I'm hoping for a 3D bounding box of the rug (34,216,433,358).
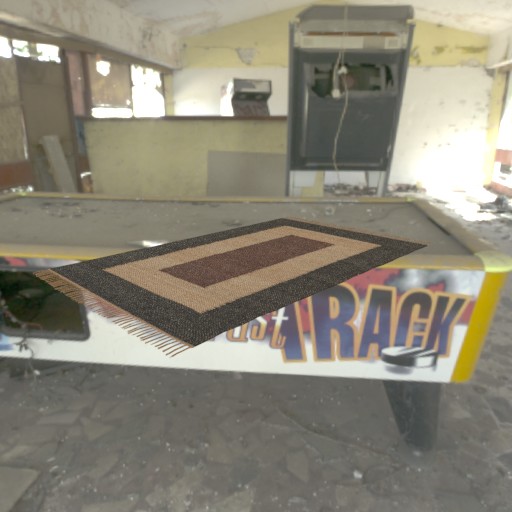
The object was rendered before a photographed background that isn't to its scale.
[{"bbox_3d":[0.000,0.000,1.911,0.920,0.013,1.541,16,23,42],"label":"rug"}]
